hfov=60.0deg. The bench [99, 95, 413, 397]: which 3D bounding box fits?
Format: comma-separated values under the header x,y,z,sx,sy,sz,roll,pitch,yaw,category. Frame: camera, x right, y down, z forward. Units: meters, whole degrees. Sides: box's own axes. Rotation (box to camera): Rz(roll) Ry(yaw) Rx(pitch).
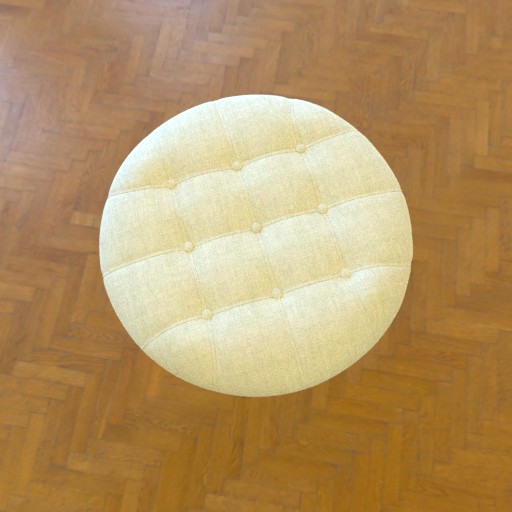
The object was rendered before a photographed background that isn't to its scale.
x,y,z,sx,sy,sz,roll,pitch,yaw,category
0.000,0.000,1.012,0.600,0.453,0.600,0,75,0,bench
